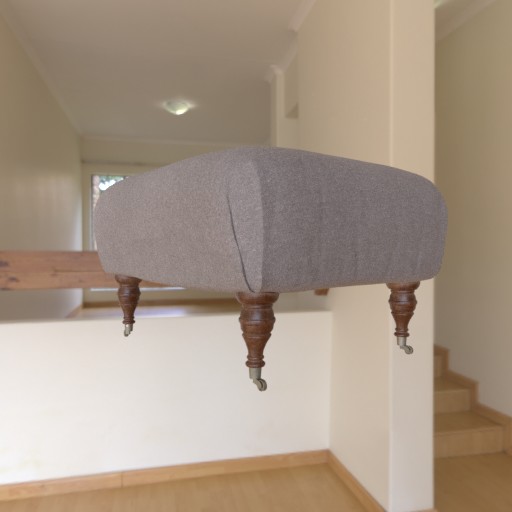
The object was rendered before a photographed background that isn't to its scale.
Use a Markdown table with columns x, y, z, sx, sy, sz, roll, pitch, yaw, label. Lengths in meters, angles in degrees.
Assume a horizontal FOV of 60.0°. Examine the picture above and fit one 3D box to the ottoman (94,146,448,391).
| x | y | z | sx | sy | sz | roll | pitch | yaw | label |
| --- | --- | --- | --- | --- | --- | --- | --- | --- | --- |
| 0.000 | 0.000 | 1.133 | 0.622 | 0.450 | 0.747 | -1 | 1 | -38 | ottoman |
